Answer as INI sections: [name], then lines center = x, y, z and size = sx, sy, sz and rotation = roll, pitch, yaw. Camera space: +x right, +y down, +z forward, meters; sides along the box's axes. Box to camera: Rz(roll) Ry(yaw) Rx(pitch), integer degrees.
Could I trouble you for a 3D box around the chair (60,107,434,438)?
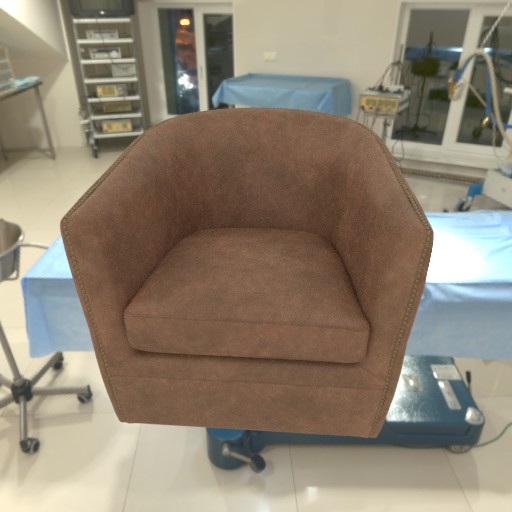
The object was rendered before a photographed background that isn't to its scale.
[chair]
center = 0.000, 0.000, 1.475
size = 0.850, 0.790, 0.870
rotation = 2, 30, 4
